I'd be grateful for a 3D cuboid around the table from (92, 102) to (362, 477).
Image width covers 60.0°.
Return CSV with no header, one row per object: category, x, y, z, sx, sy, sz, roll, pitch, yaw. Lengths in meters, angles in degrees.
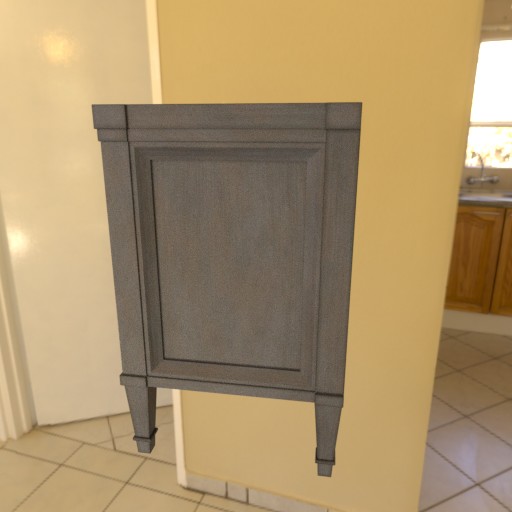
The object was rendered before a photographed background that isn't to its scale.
table,0.000,0.000,1.058,0.413,0.660,0.660,3,17,9
